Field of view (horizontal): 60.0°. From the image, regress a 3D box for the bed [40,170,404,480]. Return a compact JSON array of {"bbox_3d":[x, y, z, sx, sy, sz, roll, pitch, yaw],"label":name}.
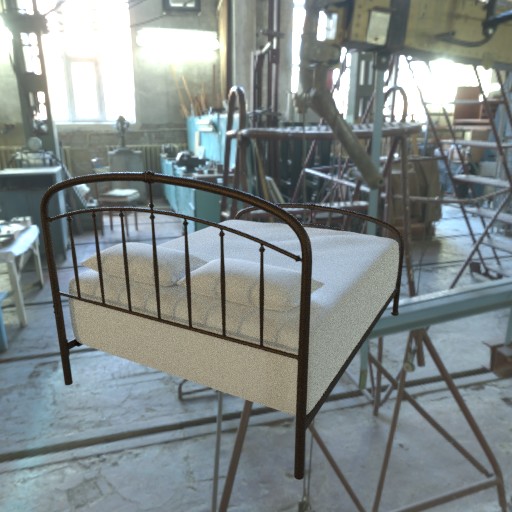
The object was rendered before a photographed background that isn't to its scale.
[{"bbox_3d":[0.000,0.000,3.214,1.711,1.425,2.180,9,19,27],"label":"bed"}]
